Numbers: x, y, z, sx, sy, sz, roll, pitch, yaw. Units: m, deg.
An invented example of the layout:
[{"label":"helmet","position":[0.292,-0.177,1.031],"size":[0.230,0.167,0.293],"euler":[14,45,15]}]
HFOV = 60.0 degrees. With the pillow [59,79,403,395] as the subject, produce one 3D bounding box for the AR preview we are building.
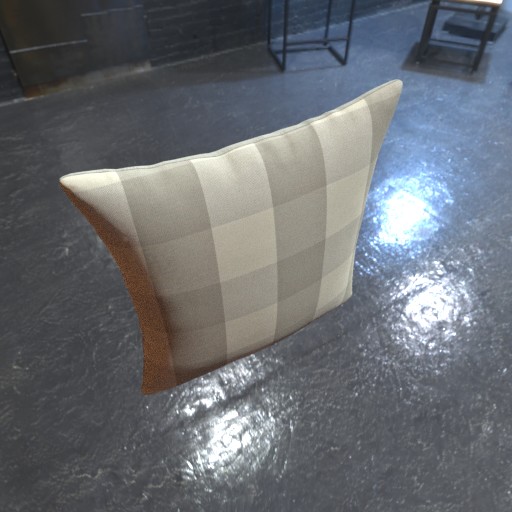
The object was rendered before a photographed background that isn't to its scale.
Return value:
[{"label":"pillow","position":[0.000,0.000,0.766],"size":[0.511,0.509,0.161],"euler":[-22,50,-20]}]
